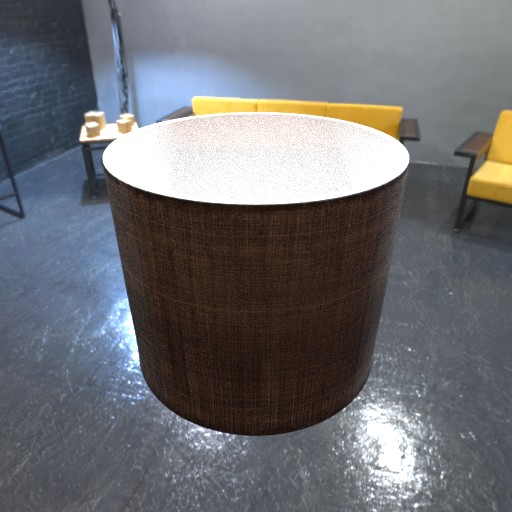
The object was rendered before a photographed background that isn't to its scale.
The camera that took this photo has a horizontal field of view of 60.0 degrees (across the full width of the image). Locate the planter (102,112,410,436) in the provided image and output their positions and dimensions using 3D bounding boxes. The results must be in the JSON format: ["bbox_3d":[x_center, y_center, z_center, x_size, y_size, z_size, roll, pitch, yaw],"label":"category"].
[{"bbox_3d":[0.000,0.000,0.437,0.254,0.221,0.254,0,30,0],"label":"planter"}]
